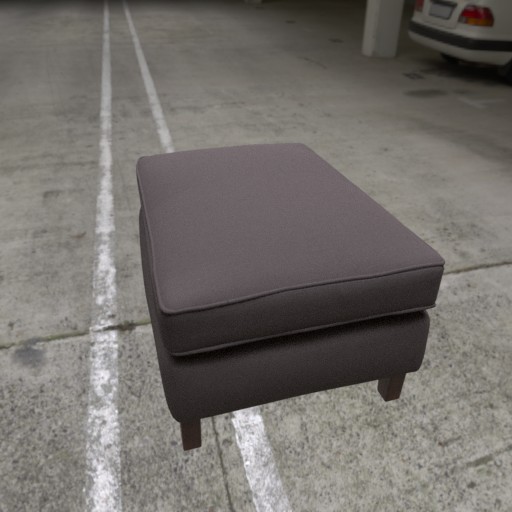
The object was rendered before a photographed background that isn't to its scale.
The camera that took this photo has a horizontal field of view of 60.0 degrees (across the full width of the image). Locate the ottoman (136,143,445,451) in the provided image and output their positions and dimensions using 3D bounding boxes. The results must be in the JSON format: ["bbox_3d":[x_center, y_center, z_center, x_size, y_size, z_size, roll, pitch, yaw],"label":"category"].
[{"bbox_3d":[0.000,0.000,1.010,0.508,0.406,0.686,-8,32,-13],"label":"ottoman"}]
